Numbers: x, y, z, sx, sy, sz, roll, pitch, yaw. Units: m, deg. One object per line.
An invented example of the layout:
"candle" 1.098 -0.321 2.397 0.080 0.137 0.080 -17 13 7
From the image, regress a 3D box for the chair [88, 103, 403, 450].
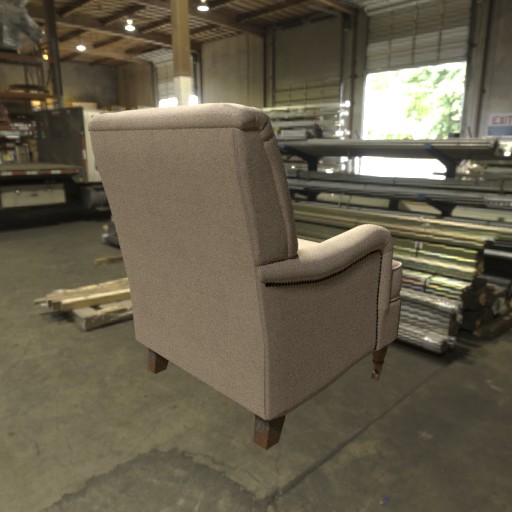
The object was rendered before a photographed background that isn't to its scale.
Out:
"chair" 0.000 0.000 1.798 0.953 1.119 0.879 -14 20 -42
